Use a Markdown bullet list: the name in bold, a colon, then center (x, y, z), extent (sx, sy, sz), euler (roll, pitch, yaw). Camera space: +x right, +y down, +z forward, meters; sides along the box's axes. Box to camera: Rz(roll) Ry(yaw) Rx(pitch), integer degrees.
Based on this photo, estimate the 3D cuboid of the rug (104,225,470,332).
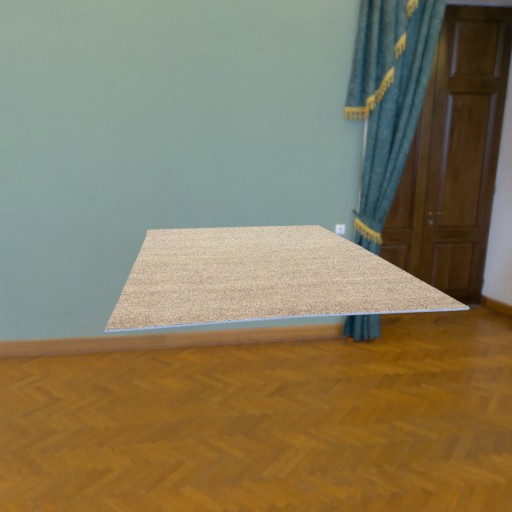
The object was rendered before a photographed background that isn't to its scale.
- **rug**: center (0.000, 0.000, 3.012), extent (1.609, 0.030, 2.342), euler (-2, 14, -9)
